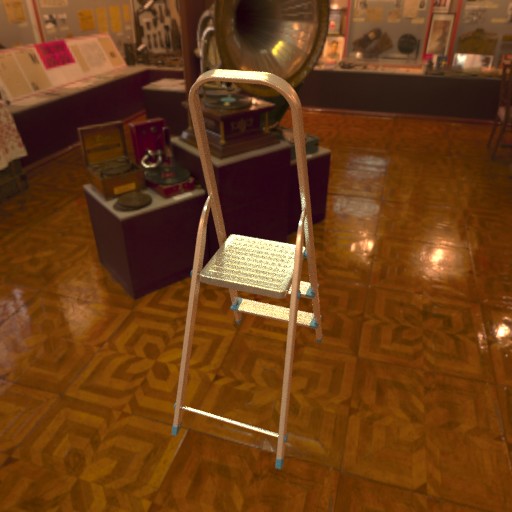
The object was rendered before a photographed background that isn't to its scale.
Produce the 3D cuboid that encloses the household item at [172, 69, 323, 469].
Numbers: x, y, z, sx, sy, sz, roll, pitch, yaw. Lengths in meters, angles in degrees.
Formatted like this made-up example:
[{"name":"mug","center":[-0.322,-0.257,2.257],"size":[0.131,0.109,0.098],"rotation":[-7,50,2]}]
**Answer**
[{"name":"household item","center":[0.000,0.000,1.506],"size":[0.420,1.215,0.687],"rotation":[10,34,16]}]
